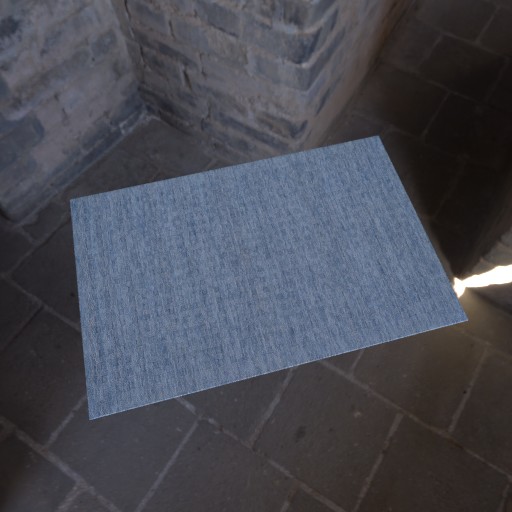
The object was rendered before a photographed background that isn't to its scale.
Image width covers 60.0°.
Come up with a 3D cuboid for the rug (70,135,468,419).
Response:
[{"bbox_3d":[0.000,0.000,2.218,1.752,0.006,1.142,-13,65,-6],"label":"rug"}]
